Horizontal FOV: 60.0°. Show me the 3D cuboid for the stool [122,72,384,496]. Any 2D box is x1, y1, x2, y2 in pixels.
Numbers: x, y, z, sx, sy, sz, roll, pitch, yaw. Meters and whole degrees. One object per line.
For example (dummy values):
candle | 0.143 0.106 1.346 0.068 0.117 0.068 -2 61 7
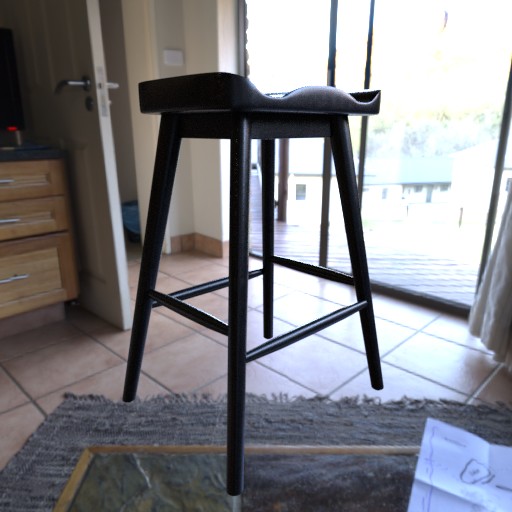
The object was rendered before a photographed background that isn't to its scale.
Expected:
stool | 0.000 0.000 0.861 0.440 0.615 0.361 -15 22 -42
